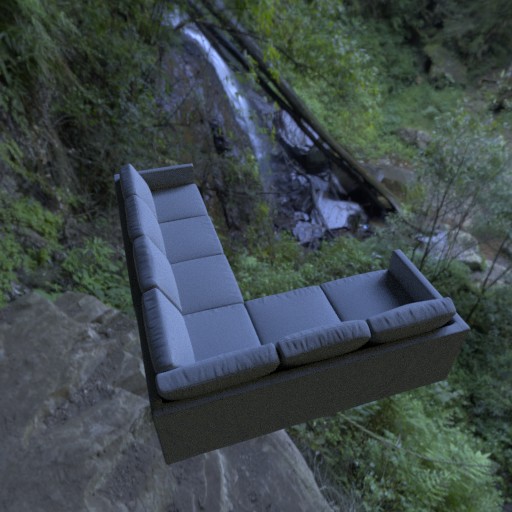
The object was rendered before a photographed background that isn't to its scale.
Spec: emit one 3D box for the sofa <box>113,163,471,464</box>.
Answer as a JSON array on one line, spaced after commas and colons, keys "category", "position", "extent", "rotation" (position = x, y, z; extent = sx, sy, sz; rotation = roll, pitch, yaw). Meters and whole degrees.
[{"category": "sofa", "position": [0.000, 0.000, 4.385], "extent": [2.432, 0.871, 3.182], "rotation": [-12, 42, -13]}]
